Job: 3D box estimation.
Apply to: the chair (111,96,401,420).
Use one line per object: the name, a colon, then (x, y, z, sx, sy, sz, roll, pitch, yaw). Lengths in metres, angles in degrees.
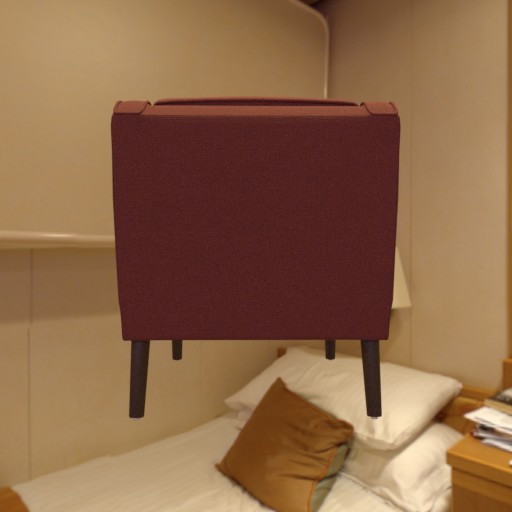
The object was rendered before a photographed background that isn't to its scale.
chair: (0.000, 0.000, 1.393, 0.680, 0.812, 0.770, 0, 0, -1)
